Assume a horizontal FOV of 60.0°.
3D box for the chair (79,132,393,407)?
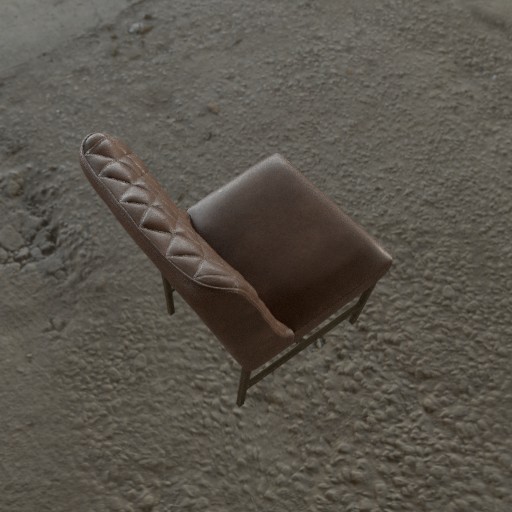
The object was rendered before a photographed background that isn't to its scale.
[{"bbox_3d":[0.000,0.000,1.222,0.587,0.889,0.508,-35,66,-18],"label":"chair"}]
